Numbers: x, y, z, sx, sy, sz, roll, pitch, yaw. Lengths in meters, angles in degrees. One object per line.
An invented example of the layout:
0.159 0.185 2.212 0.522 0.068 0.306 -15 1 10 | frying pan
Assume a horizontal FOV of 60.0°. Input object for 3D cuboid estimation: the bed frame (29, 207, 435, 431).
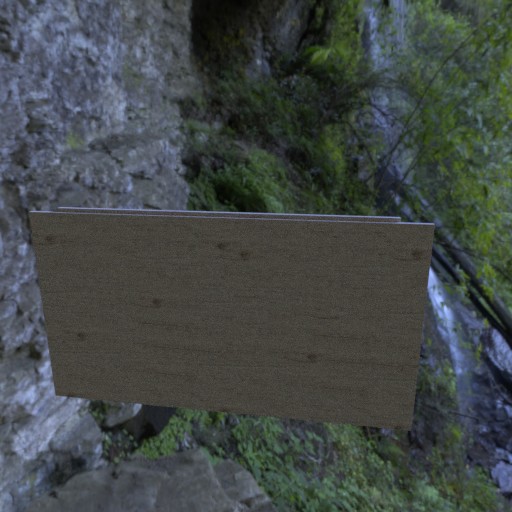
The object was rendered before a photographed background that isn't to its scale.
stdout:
0.000 0.000 2.988 1.750 0.970 2.080 3 16 9 | bed frame
